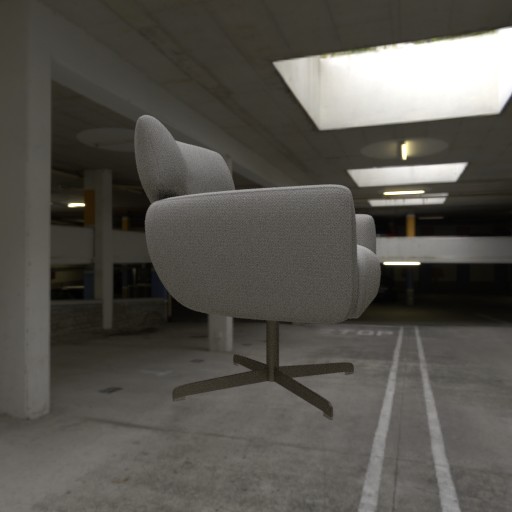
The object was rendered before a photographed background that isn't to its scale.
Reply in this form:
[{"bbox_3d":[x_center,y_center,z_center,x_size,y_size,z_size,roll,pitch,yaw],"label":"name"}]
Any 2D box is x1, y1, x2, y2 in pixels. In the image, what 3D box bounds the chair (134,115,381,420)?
[{"bbox_3d":[0.000,0.000,1.400,0.730,0.810,0.760,0,0,19],"label":"chair"}]
